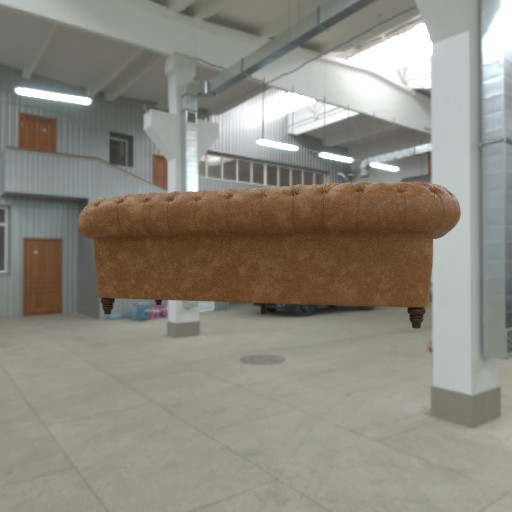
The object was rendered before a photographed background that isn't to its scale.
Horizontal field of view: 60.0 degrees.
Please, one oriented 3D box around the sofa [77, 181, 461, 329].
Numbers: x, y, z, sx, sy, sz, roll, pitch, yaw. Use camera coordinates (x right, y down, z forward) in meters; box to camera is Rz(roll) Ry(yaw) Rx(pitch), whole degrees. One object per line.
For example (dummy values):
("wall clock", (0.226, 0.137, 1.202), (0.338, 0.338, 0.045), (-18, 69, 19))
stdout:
("sofa", (0.000, 0.000, 2.779), (2.365, 0.760, 0.989), (0, -1, 18))
